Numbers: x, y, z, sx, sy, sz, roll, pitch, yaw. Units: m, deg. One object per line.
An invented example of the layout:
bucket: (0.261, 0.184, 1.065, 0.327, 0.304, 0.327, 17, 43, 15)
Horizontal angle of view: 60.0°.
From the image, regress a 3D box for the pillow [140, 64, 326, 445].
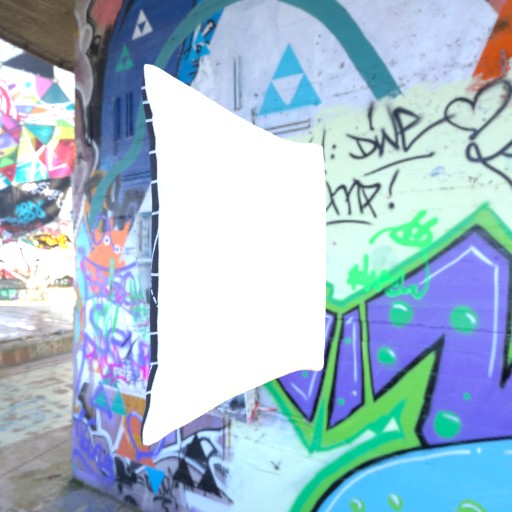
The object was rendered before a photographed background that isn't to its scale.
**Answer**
pillow: (0.000, 0.000, 0.794, 0.158, 0.508, 0.517, -1, -1, 34)
